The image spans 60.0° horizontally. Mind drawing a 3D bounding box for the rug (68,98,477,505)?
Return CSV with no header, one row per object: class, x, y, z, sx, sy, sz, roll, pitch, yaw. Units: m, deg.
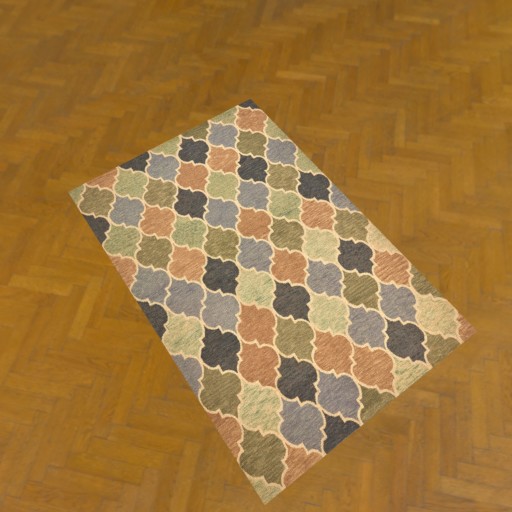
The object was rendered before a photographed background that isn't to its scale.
rug,0.000,0.000,2.239,1.216,0.006,1.828,-32,67,-16
